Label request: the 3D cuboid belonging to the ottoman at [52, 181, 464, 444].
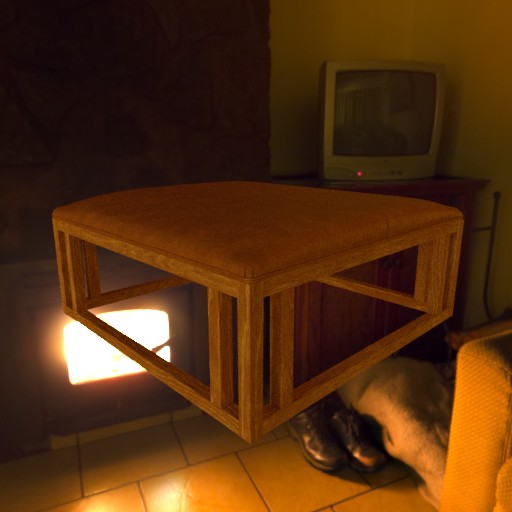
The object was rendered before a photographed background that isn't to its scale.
[{"bbox_3d":[0.000,0.000,1.569,1.013,0.442,1.016,-14,20,-42],"label":"ottoman"}]
